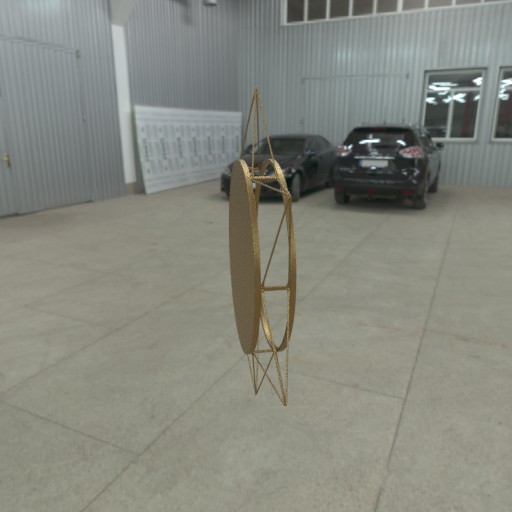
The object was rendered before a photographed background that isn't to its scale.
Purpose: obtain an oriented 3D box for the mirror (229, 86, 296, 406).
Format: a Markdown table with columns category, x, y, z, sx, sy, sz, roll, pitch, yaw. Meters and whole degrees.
| category | x | y | z | sx | sy | sz | roll | pitch | yaw |
| --- | --- | --- | --- | --- | --- | --- | --- | --- | --- |
| mirror | 0.000 | 0.000 | 0.809 | 0.062 | 0.581 | 0.498 | -3 | 16 | -9 |
